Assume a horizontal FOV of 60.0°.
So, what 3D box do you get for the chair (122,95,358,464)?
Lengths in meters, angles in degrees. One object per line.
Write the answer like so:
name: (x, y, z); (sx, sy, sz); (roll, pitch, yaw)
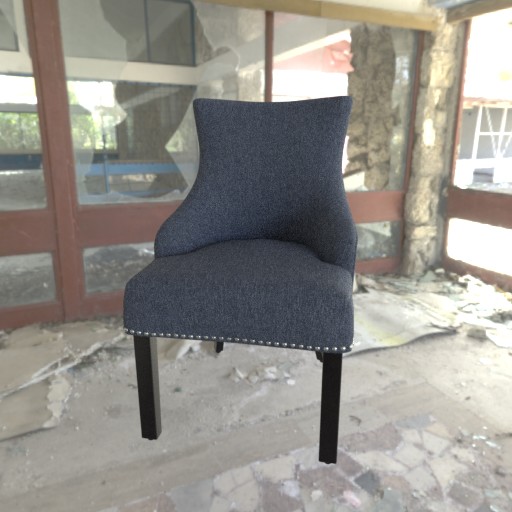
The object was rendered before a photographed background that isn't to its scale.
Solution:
chair: (0.000, 0.000, 1.281); (0.566, 0.909, 0.629); (3, 15, 11)
